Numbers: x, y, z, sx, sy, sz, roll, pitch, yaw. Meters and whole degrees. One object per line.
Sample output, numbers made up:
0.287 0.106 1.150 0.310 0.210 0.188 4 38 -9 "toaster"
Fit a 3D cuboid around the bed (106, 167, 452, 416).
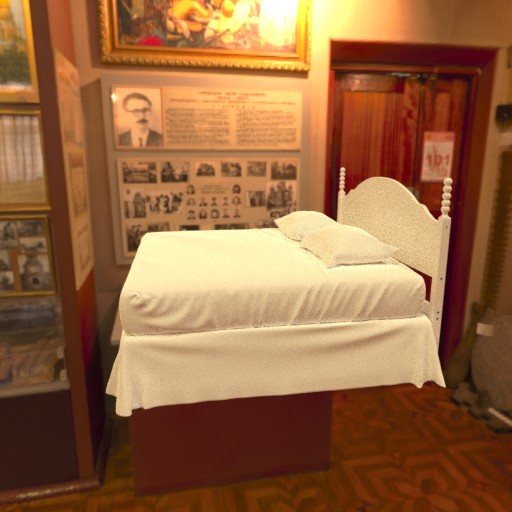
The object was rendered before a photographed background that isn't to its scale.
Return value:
0.000 0.000 3.656 2.219 1.355 2.322 -2 13 -10 "bed"
